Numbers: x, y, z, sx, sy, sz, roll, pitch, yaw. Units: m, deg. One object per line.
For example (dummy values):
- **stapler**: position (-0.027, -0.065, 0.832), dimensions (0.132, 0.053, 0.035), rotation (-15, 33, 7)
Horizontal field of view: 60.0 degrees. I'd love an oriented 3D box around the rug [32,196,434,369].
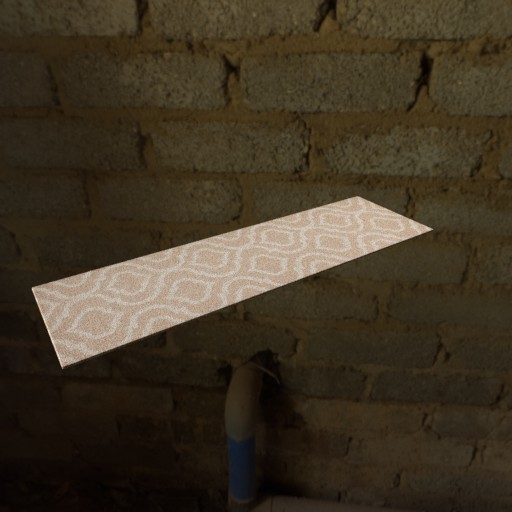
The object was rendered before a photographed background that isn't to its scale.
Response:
- **rug**: position (0.000, 0.000, 2.560), dimensions (2.289, 0.013, 0.691), rotation (-18, 34, -28)
